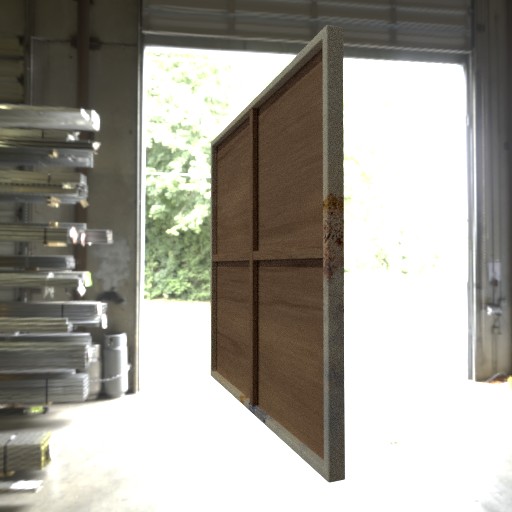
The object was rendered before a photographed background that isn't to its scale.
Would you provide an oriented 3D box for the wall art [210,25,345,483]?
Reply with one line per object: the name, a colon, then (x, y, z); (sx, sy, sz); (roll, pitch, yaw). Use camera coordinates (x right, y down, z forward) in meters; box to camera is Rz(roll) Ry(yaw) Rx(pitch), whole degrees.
wall art: (0.000, 0.000, 1.279); (0.038, 0.889, 0.889); (0, -1, -21)
